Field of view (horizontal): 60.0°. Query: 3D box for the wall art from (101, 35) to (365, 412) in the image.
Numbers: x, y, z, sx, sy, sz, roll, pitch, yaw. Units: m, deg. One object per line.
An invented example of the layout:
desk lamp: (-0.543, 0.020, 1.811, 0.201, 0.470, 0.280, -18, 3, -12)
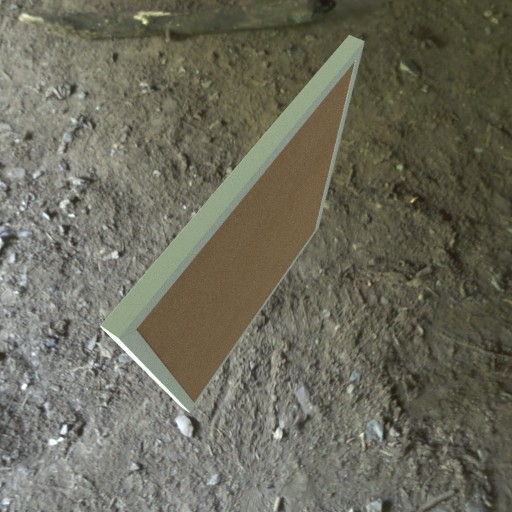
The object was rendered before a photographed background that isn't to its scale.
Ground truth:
wall art: (0.000, 0.000, 1.119, 0.036, 0.760, 0.760, 31, 67, 15)
